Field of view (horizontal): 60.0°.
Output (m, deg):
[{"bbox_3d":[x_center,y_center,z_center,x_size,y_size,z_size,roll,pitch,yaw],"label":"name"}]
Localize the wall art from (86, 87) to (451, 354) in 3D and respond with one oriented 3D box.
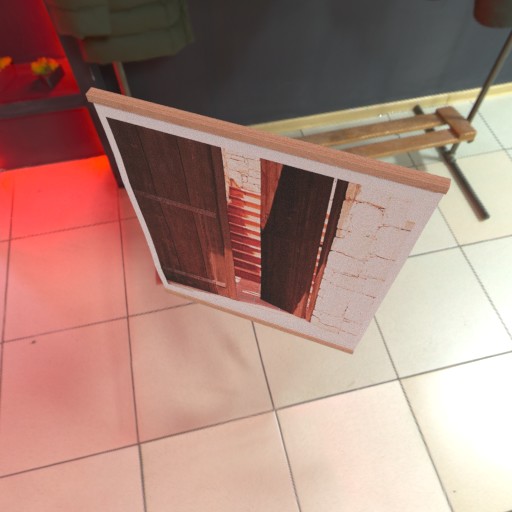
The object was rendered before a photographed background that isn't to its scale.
[{"bbox_3d":[0.000,0.000,0.689,0.406,0.508,0.013,17,61,10],"label":"wall art"}]
